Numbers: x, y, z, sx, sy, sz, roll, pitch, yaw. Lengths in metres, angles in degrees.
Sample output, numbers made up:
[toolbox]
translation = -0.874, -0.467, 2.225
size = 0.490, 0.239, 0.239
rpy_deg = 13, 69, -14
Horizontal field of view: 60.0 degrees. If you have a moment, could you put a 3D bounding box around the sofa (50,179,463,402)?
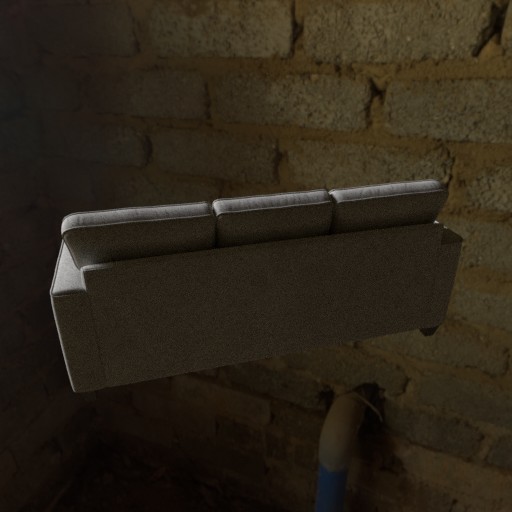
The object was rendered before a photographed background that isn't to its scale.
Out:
[sofa]
translation = 0.000, 0.000, 2.630
size = 2.133, 0.965, 0.939
rpy_deg = -7, 28, -14
